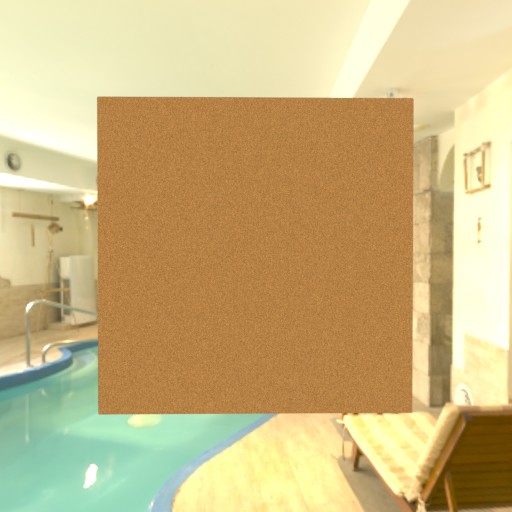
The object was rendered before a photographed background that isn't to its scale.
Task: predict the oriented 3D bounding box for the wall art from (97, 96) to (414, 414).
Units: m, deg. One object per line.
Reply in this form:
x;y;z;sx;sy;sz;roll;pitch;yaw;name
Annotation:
0.000;0.000;1.076;0.749;0.751;0.050;0;1;-1;wall art
